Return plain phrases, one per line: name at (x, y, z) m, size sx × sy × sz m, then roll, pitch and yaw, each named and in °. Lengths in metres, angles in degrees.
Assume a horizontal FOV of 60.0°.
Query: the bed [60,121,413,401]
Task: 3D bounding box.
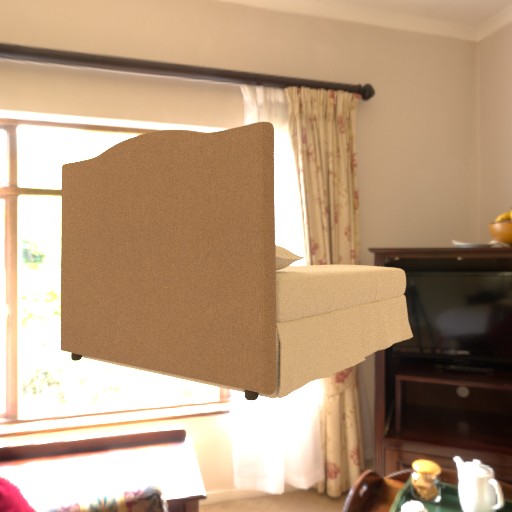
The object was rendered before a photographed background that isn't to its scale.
bed at (0.000, 0.000, 3.503) m, size 1.821 × 1.436 × 2.282 m, roll 0°, pitch 0°, yaw 35°
